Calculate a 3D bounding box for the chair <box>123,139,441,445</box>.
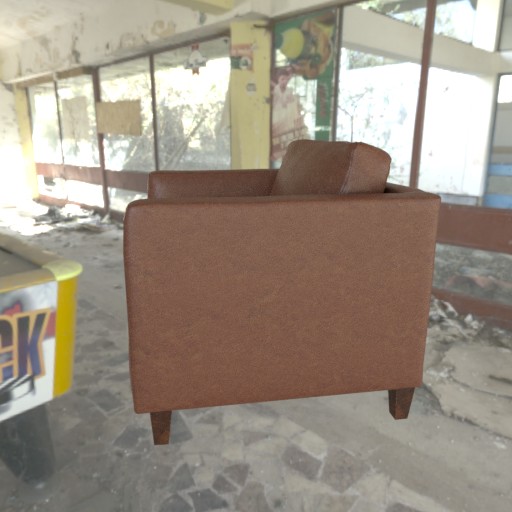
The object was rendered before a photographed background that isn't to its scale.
[{"bbox_3d":[0.000,0.000,1.801,0.959,0.917,1.107,-2,15,-9],"label":"chair"}]
